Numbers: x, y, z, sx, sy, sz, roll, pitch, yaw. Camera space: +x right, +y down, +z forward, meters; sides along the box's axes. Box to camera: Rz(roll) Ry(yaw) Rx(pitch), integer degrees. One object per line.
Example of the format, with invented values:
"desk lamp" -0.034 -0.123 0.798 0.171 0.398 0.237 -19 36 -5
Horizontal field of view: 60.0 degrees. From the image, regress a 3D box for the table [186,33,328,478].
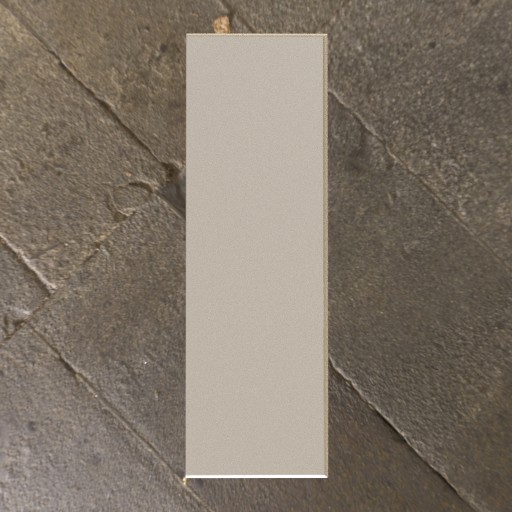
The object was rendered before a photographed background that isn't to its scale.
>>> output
"table" 0.000 0.000 1.591 0.384 0.808 1.197 0 89 0
